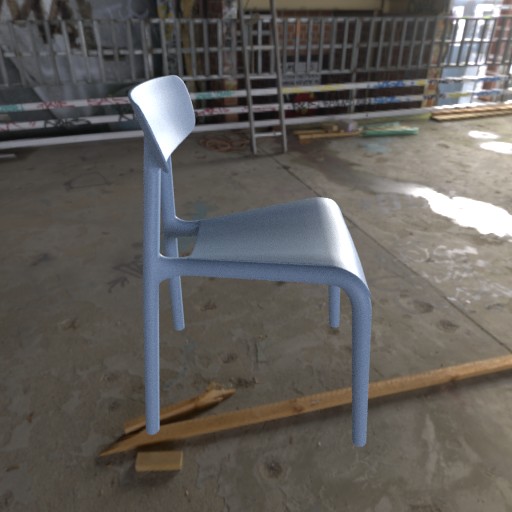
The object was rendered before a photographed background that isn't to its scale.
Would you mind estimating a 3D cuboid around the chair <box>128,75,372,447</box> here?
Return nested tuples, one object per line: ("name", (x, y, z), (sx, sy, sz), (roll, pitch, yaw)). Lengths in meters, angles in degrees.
("chair", (0.000, 0.000, 0.802), (0.401, 0.580, 0.356), (0, 30, 1))
